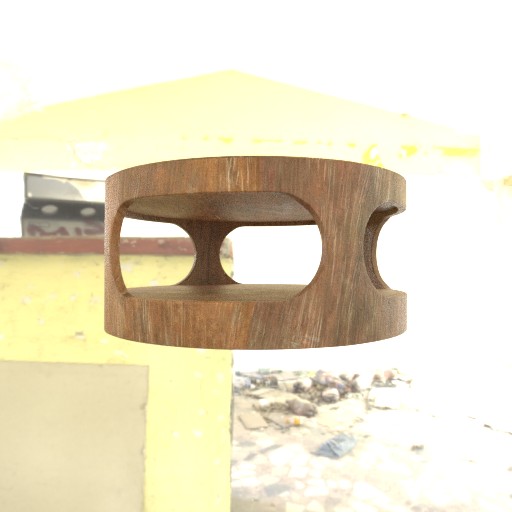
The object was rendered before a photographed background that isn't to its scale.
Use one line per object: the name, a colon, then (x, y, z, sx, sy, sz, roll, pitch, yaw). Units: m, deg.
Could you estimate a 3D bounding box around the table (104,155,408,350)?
table: (0.000, 0.000, 1.509, 0.974, 0.450, 0.974, 0, -1, 0)
